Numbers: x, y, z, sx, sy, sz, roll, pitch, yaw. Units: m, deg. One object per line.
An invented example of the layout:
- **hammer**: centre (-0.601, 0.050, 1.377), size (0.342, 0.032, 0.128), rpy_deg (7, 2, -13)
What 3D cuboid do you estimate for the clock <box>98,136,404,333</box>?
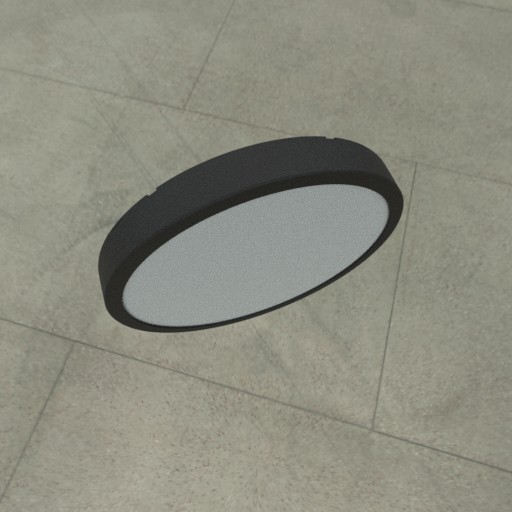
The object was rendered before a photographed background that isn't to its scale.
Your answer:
- **clock**: centre (0.000, 0.000, 0.437), size (0.293, 0.293, 0.040), rpy_deg (-18, 66, -8)
